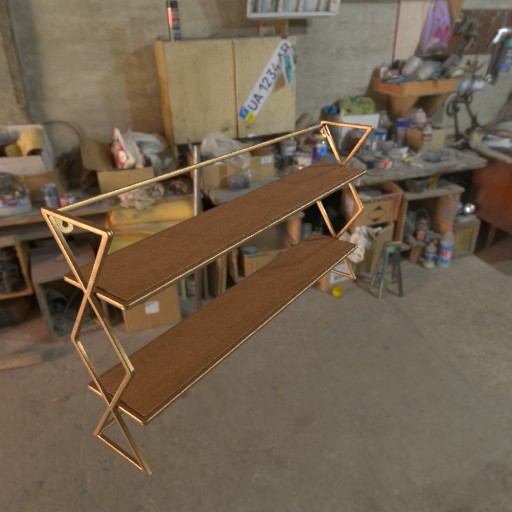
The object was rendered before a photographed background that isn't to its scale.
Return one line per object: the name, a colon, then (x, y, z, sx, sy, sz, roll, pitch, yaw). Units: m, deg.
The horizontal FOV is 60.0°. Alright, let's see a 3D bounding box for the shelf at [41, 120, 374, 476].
shelf: (0.000, 0.000, 0.977, 0.150, 0.450, 0.822, 18, 32, 31)
